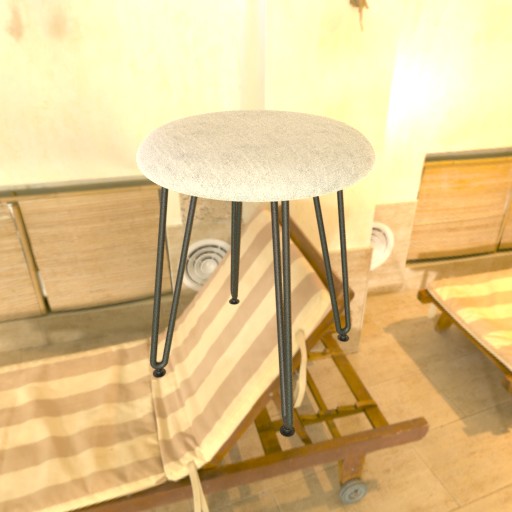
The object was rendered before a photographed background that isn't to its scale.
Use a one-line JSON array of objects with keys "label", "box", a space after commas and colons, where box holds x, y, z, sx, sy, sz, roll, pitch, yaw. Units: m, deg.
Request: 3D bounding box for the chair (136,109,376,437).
[{"label": "chair", "box": [0.000, 0.000, 0.664, 0.350, 0.386, 0.350, -8, 30, -14]}]
